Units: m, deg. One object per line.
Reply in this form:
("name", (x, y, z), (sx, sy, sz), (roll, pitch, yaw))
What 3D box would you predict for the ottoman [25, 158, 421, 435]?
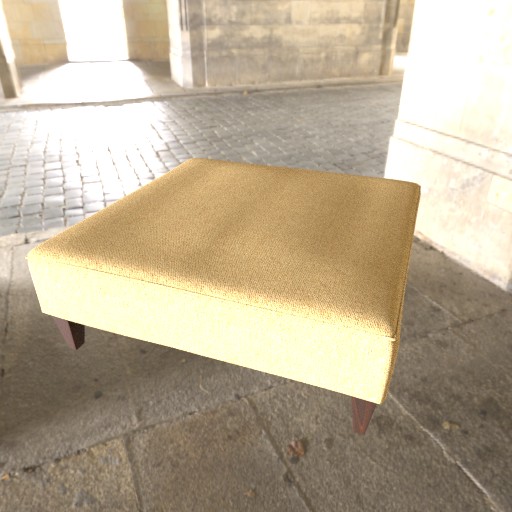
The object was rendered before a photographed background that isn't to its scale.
("ottoman", (0.000, 0.000, 1.501), (0.981, 0.378, 0.970), (10, 31, 18))
